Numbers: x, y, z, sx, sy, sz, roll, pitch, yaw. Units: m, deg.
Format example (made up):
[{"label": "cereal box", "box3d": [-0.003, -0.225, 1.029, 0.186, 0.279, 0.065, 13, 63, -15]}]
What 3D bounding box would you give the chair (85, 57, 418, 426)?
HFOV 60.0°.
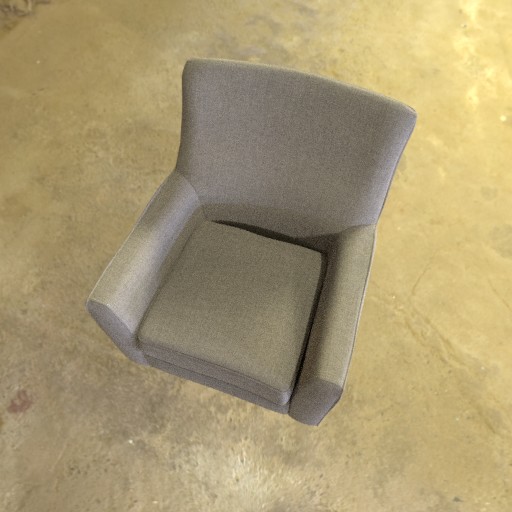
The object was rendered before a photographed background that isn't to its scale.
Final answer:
[{"label": "chair", "box3d": [0.000, 0.000, 1.777, 0.887, 1.047, 0.993, 17, 60, 10]}]
